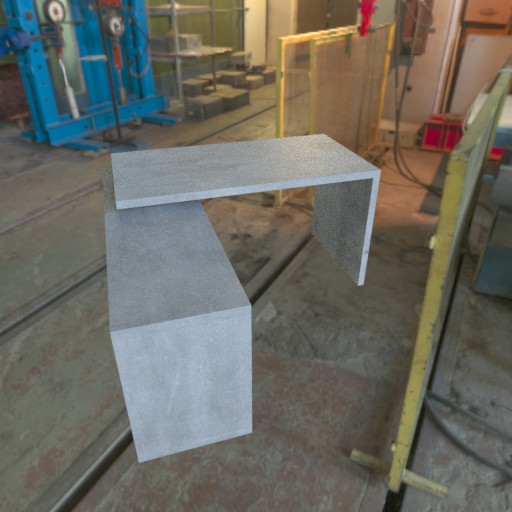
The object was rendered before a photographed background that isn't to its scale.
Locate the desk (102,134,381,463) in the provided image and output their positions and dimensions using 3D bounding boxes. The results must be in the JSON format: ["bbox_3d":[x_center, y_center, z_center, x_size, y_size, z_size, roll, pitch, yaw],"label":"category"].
[{"bbox_3d":[0.000,0.000,2.287,1.400,0.740,1.500,-9,32,-15],"label":"desk"}]
